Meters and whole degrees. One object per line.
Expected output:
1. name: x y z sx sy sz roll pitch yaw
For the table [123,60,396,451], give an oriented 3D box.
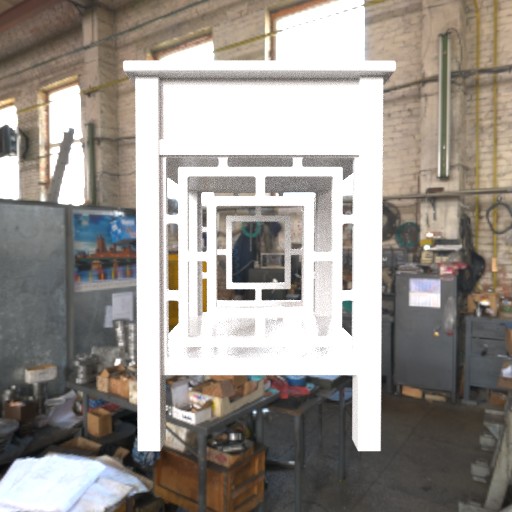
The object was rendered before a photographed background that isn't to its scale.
1. table: 0.000 0.000 1.003 0.451 0.646 0.564 0 1 0
